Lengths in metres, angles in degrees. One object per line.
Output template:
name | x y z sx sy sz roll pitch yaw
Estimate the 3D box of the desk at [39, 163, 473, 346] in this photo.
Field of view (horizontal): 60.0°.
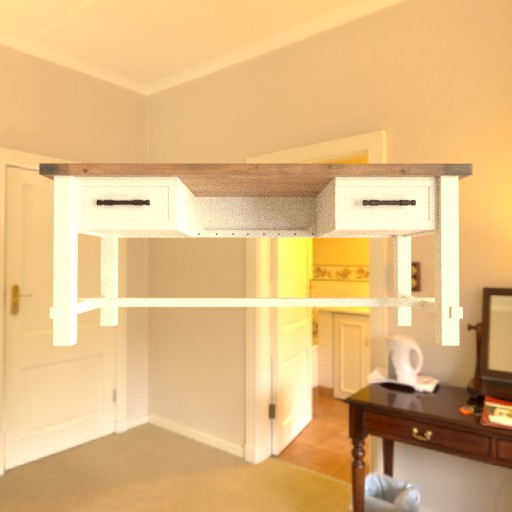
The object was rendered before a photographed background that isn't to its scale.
desk | 0.000 0.000 2.186 1.803 0.762 0.688 0 -1 0
